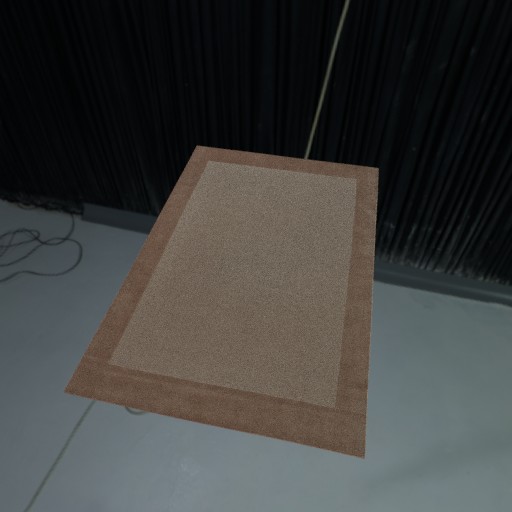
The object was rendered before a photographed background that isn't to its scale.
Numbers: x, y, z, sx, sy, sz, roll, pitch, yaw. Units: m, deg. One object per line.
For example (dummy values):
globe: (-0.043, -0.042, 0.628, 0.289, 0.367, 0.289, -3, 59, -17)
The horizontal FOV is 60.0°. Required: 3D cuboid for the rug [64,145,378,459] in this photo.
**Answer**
rug: (0.000, 0.000, 2.333, 1.219, 0.014, 1.829, 9, 48, 8)
